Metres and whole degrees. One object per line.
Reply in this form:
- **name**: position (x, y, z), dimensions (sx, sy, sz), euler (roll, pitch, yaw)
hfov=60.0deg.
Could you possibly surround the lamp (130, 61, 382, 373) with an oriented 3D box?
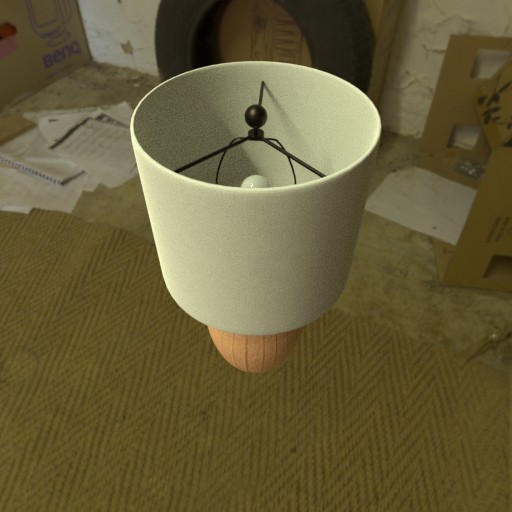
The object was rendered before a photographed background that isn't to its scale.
- **lamp**: position (0.000, 0.000, 0.785), dimensions (0.329, 0.570, 0.329), euler (0, 47, 0)
